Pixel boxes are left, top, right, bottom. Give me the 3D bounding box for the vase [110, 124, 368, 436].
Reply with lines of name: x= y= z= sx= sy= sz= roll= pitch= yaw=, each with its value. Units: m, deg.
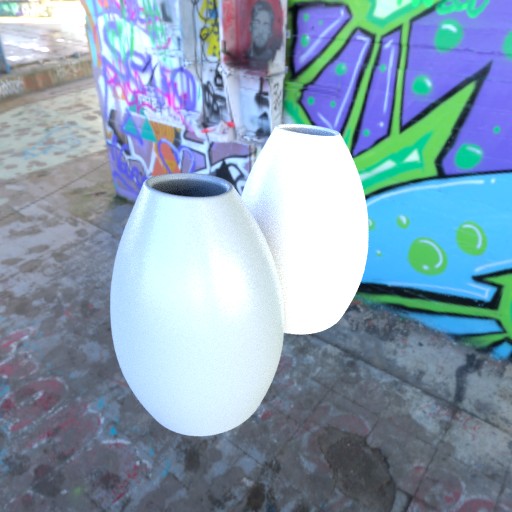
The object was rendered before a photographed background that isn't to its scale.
vase: x=0.000 y=0.000 z=0.259 sx=0.089 sy=0.131 sz=0.187 roll=23 pitch=39 yaw=31
